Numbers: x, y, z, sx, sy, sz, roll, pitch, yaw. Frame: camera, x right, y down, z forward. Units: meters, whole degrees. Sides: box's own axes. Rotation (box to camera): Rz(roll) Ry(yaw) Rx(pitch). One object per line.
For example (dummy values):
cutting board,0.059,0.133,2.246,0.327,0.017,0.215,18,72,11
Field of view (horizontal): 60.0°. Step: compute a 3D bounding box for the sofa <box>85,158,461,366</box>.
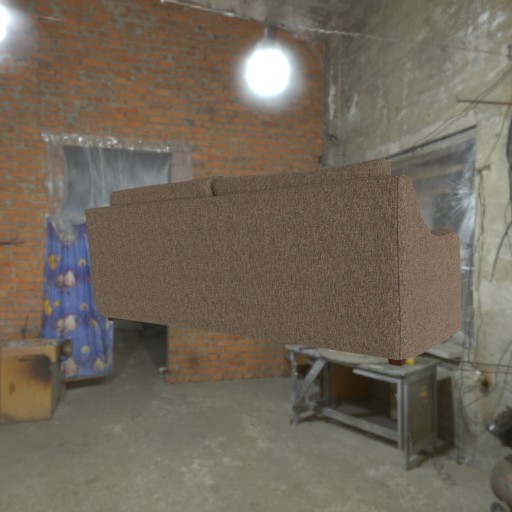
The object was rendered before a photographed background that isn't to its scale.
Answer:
sofa,0.000,0.000,2.997,2.418,0.998,1.103,0,0,38
